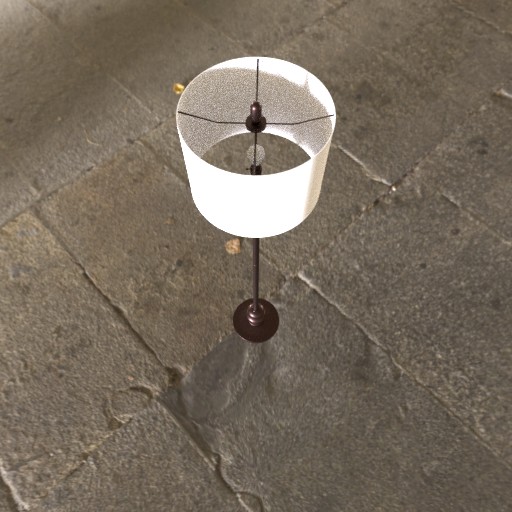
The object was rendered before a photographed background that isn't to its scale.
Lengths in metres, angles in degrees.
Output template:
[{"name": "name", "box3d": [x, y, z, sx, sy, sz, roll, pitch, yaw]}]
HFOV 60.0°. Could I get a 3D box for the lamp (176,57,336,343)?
[{"name": "lamp", "box3d": [0.000, 0.000, 1.632, 0.356, 1.487, 0.356, 1, 63, 1]}]
